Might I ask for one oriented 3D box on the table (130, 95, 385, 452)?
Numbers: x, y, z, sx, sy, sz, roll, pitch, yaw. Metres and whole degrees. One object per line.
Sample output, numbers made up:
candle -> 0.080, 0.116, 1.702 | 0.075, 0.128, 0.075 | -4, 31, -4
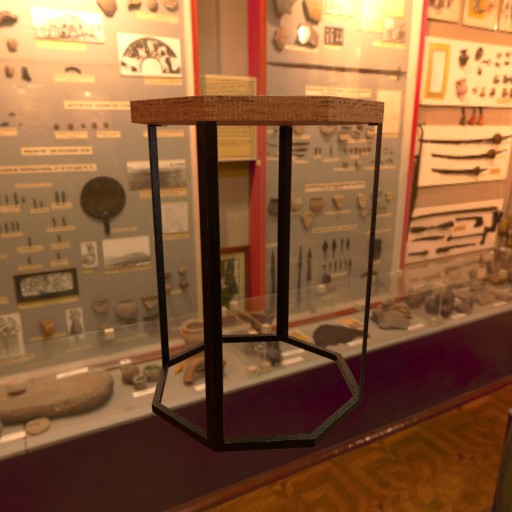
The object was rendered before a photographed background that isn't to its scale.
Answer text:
table -> 0.000, 0.000, 0.854 | 0.437, 0.553, 0.437 | -8, 17, -26
